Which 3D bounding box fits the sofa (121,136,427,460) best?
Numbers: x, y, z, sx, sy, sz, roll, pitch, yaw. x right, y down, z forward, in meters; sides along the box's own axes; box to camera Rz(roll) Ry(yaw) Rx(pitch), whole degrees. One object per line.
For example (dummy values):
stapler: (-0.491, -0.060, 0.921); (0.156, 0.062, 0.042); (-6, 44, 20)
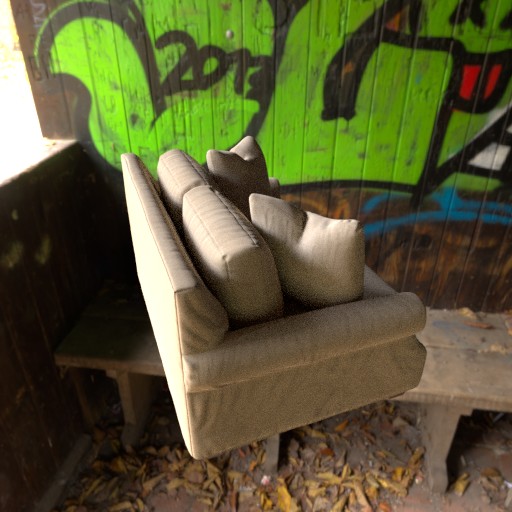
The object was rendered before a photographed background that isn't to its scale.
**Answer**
sofa: (0.000, 0.000, 2.189); (1.070, 0.905, 1.550); (-11, 32, -18)
